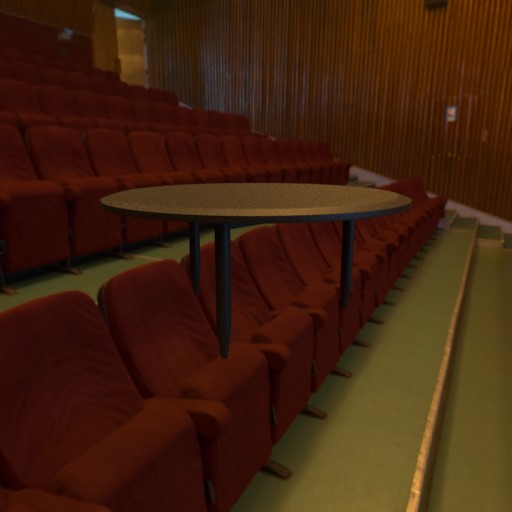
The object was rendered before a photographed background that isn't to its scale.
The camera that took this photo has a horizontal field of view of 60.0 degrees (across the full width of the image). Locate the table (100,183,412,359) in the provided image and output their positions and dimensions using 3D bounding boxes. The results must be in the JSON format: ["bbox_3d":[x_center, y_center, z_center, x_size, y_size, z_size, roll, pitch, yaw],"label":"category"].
[{"bbox_3d":[0.000,0.000,1.396,0.900,0.400,0.900,0,13,0],"label":"table"}]
